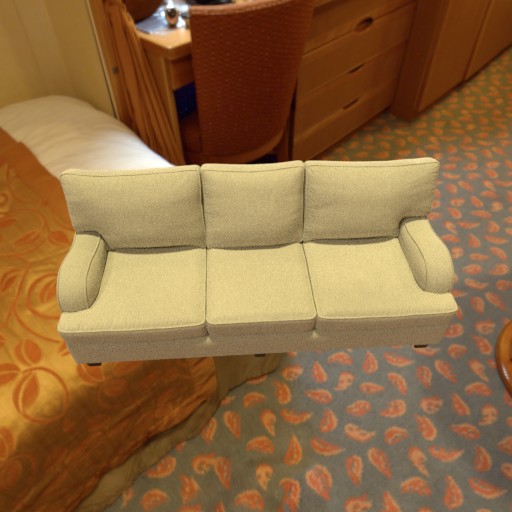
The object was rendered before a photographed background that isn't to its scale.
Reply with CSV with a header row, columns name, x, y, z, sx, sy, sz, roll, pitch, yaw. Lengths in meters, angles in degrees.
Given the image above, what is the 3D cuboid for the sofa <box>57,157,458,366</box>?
name,x,y,z,sx,sy,sz,roll,pitch,yaw
sofa,0.000,0.000,2.824,2.323,0.991,1.016,-3,47,-2
